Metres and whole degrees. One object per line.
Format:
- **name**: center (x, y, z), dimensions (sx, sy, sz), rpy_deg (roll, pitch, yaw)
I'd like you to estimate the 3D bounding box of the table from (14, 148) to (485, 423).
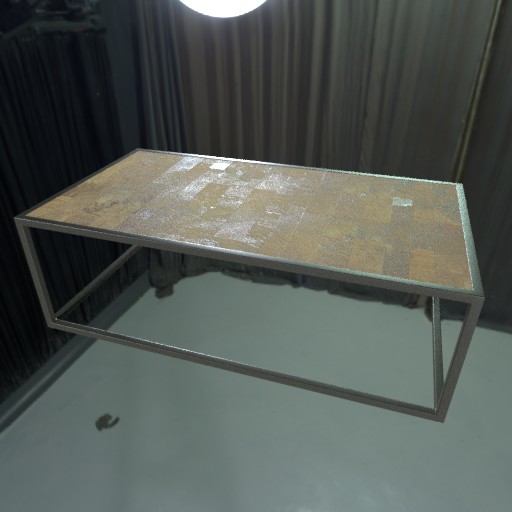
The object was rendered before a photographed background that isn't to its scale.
- **table**: center (0.000, 0.000, 1.432), dimensions (1.199, 0.398, 0.649), rpy_deg (10, 32, 15)
